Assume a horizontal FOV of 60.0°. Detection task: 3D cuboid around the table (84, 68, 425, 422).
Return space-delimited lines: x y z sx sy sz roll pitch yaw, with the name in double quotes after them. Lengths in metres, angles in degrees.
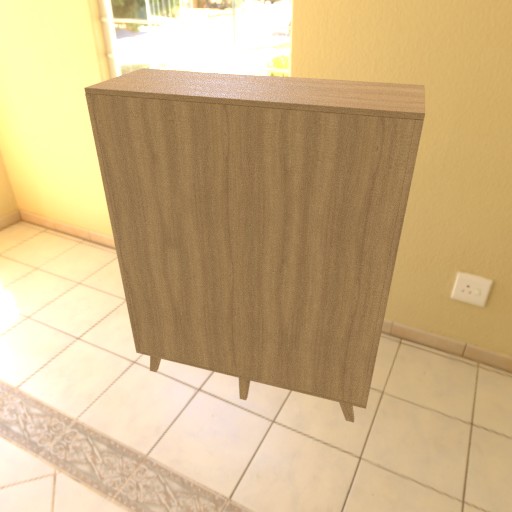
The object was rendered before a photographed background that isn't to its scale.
0.000 0.000 1.904 1.111 1.388 0.398 10 34 15 "table"
